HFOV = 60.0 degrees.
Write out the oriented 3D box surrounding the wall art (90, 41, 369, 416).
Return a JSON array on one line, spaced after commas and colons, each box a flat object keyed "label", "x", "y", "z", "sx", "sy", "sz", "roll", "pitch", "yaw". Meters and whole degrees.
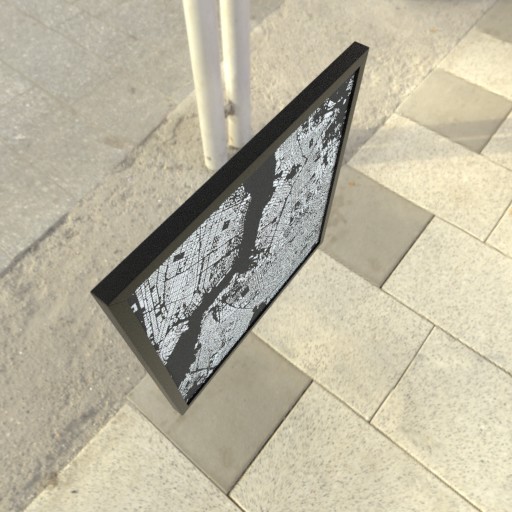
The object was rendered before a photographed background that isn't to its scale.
[{"label": "wall art", "x": 0.000, "y": 0.000, "z": 1.119, "sx": 0.038, "sy": 0.761, "sz": 0.755, "roll": 33, "pitch": 64, "yaw": 18}]
